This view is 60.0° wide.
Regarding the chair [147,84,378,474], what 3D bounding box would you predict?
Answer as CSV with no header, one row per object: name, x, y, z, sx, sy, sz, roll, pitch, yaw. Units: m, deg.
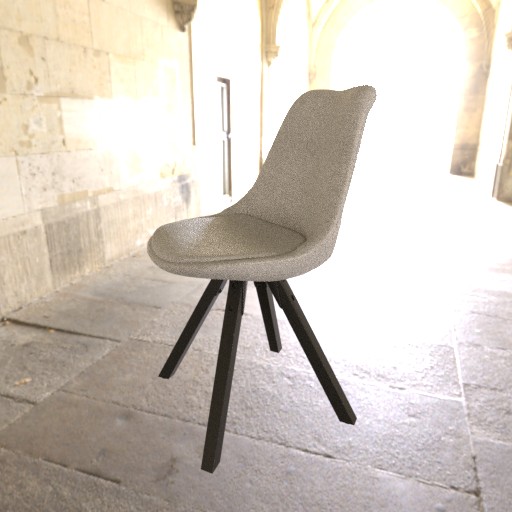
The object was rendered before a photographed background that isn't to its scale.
chair,0.000,0.000,1.172,0.550,0.850,0.485,-8,19,-24
